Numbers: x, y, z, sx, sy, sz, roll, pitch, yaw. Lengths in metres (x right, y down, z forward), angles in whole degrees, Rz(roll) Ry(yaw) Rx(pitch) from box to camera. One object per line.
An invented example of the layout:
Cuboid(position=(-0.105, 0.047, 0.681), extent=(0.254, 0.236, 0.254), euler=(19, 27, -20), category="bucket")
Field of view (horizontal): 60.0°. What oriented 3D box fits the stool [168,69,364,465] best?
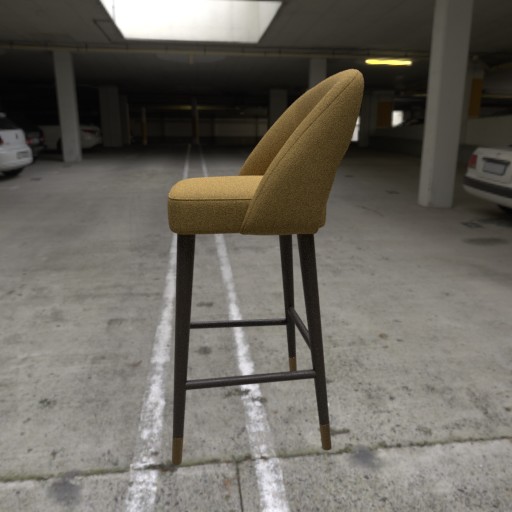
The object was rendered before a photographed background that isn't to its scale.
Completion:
Cuboid(position=(0.000, 0.000, 1.324), extent=(0.522, 1.032, 0.536), euler=(-2, 14, -8), category="stool")
